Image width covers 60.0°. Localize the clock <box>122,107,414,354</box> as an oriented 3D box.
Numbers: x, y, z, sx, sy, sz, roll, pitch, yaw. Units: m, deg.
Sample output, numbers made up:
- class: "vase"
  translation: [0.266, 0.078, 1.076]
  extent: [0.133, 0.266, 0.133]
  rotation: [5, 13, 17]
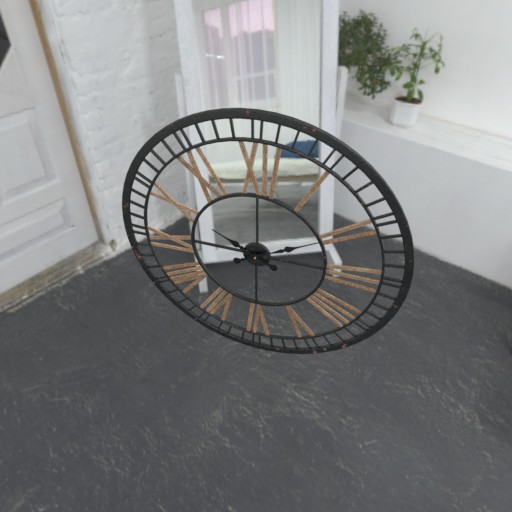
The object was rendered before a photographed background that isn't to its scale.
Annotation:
- class: "clock"
  translation: [0.000, 0.000, 1.253]
  extent: [0.843, 0.843, 0.025]
  rotation: [12, 42, 13]
